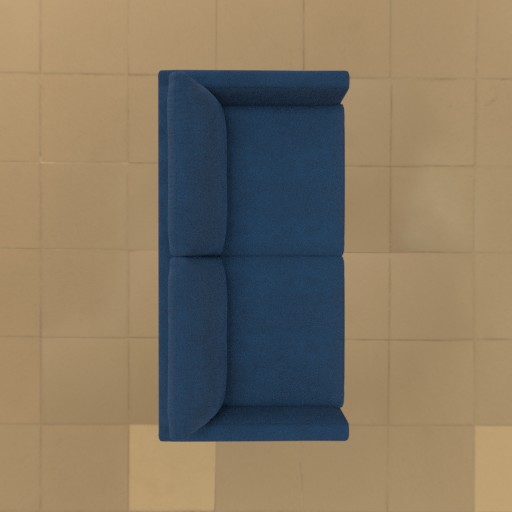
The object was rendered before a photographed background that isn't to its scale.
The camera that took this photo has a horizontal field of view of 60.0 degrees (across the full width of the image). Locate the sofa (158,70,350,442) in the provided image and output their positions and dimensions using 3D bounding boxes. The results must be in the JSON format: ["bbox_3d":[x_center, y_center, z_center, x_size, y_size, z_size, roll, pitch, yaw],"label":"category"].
[{"bbox_3d":[0.000,0.000,2.171,0.875,0.817,1.676,0,90,-1],"label":"sofa"}]
